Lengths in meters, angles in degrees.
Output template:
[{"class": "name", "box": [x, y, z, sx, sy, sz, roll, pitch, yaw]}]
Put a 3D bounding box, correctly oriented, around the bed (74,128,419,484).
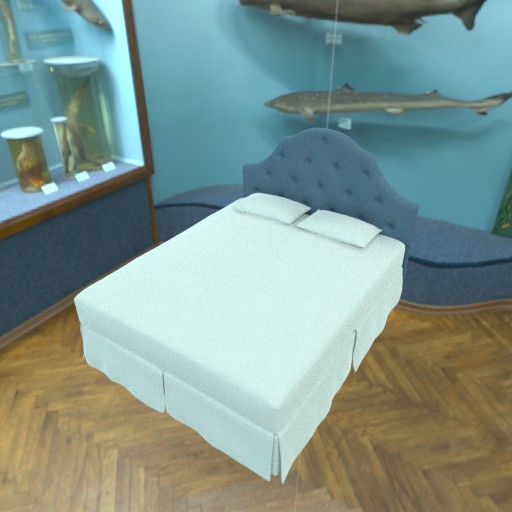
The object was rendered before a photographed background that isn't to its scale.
[{"class": "bed", "box": [0.000, 0.000, 3.802, 2.039, 1.617, 2.477, 20, 37, 29]}]
